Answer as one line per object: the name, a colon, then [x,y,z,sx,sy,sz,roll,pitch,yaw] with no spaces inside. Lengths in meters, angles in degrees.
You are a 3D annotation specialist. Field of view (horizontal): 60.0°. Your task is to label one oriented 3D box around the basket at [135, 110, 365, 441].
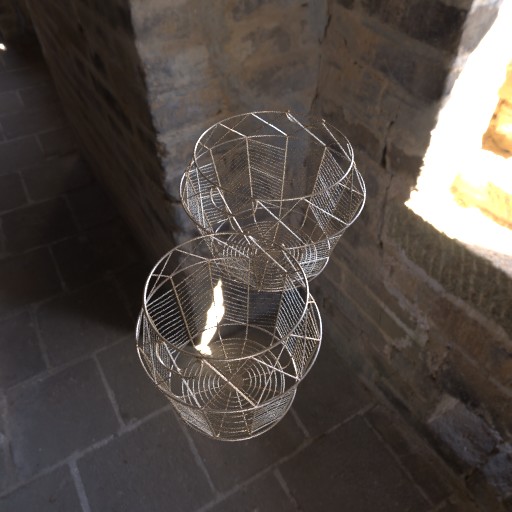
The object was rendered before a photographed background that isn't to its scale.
basket: [0.000,0.000,1.017,0.451,0.343,0.805,9,47,9]
